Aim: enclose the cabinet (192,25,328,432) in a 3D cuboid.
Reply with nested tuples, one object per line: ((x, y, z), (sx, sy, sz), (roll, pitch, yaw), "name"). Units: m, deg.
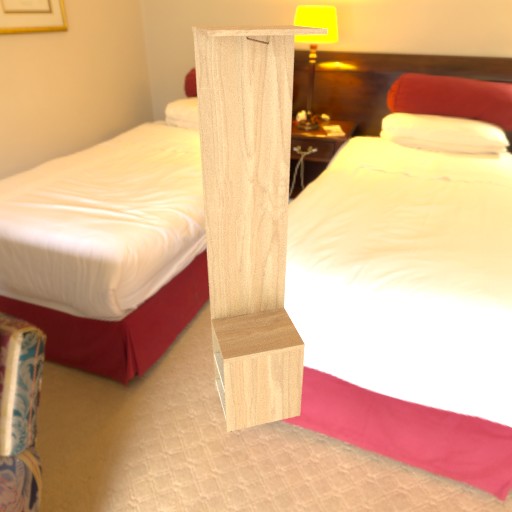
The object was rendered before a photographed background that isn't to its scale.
((0.000, 0.000, 2.049), (0.411, 1.879, 0.338), (-8, 30, -13), "cabinet")
